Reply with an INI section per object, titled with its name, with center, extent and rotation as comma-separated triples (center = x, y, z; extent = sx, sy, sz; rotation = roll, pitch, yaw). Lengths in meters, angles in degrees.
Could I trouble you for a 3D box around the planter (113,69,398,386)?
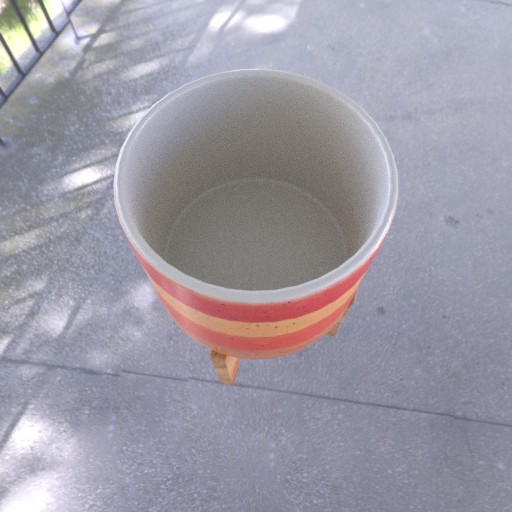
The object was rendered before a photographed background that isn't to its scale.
[planter]
center = 0.000, 0.000, 0.415
extent = 0.199, 0.268, 0.199
rotation = 0, 64, 0
